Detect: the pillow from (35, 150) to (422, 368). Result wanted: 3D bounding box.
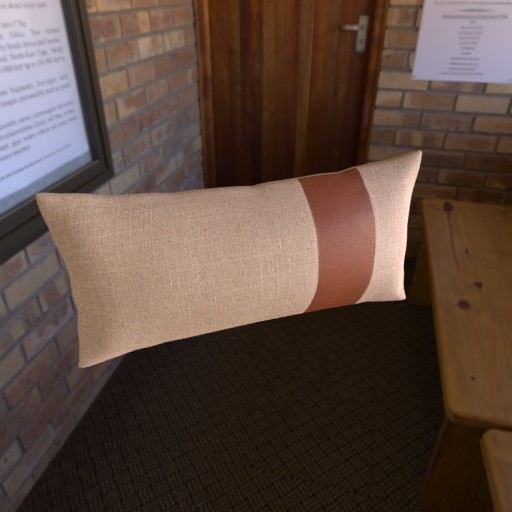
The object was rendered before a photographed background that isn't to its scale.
[{"bbox_3d":[0.000,0.000,0.733,0.612,0.282,0.155,-9,32,-15],"label":"pillow"}]
